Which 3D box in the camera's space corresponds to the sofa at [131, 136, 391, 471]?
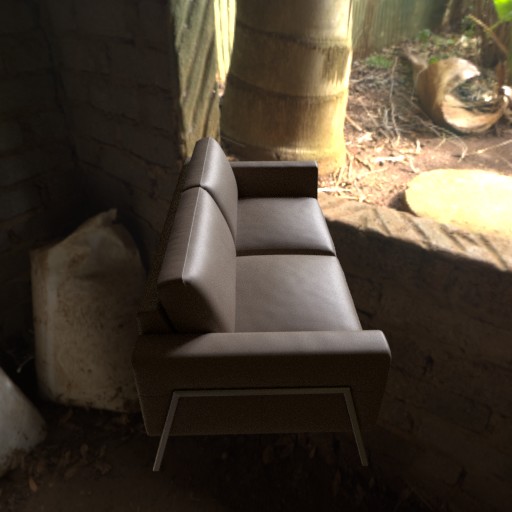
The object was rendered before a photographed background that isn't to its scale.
[{"bbox_3d":[0.000,0.000,2.514,0.953,0.875,2.017,-1,32,-1],"label":"sofa"}]
